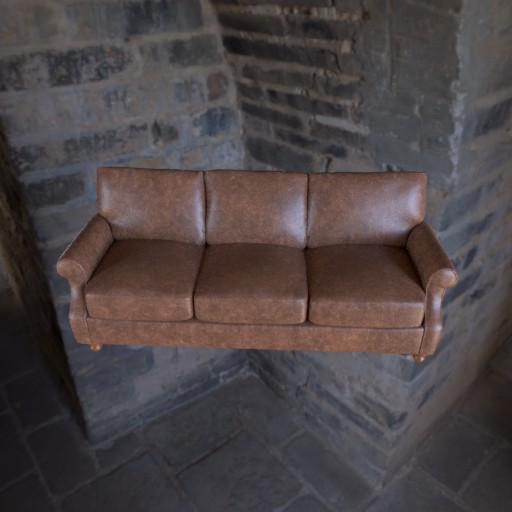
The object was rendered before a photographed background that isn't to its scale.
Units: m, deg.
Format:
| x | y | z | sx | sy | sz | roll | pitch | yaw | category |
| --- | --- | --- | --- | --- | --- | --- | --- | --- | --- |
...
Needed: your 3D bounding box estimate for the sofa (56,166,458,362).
| x | y | z | sx | sy | sz | roll | pitch | yaw | category |
| --- | --- | --- | --- | --- | --- | --- | --- | --- | --- |
| 0.000 | 0.000 | 2.898 | 2.351 | 0.977 | 0.973 | 1 | 30 | 2 | sofa |
